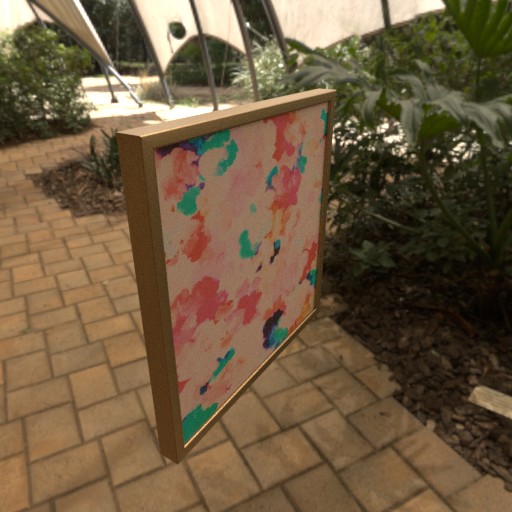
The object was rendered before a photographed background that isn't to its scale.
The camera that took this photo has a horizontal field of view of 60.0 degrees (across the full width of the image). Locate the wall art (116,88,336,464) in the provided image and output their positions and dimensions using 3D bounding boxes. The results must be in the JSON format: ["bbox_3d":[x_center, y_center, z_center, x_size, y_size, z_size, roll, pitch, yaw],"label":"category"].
[{"bbox_3d":[0.000,0.000,0.783,0.037,0.509,0.510,16,31,29],"label":"wall art"}]
